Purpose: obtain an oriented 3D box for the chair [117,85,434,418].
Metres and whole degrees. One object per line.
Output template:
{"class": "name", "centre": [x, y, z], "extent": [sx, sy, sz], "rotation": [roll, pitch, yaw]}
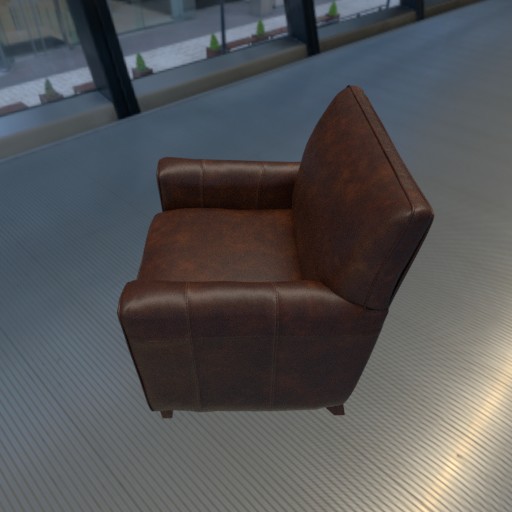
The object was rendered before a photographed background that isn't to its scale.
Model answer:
{"class": "chair", "centre": [0.000, 0.000, 1.604], "extent": [0.823, 0.943, 0.870], "rotation": [-1, 41, -1]}
